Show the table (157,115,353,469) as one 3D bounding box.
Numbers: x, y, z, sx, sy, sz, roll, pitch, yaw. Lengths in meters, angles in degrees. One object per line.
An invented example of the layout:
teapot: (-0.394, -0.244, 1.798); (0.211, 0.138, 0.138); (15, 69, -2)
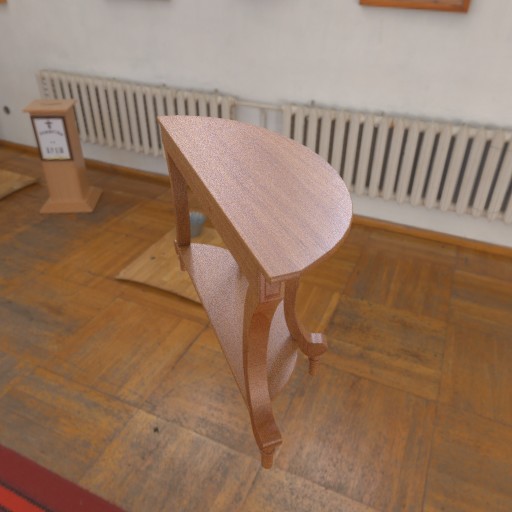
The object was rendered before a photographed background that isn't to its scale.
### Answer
table: (0.000, 0.000, 1.526); (0.394, 0.692, 1.198); (-11, 34, -17)
